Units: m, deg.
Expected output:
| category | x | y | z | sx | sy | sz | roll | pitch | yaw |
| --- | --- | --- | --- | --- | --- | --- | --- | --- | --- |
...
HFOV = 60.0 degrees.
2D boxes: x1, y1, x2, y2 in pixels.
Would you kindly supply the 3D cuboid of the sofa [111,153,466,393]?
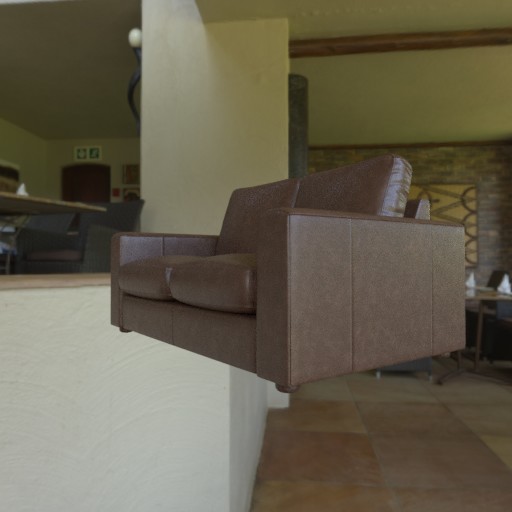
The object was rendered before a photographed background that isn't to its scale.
| category | x | y | z | sx | sy | sz | roll | pitch | yaw |
| --- | --- | --- | --- | --- | --- | --- | --- | --- | --- |
| sofa | 0.000 | 0.000 | 2.216 | 1.016 | 0.873 | 1.616 | 0 | -1 | -36 |
